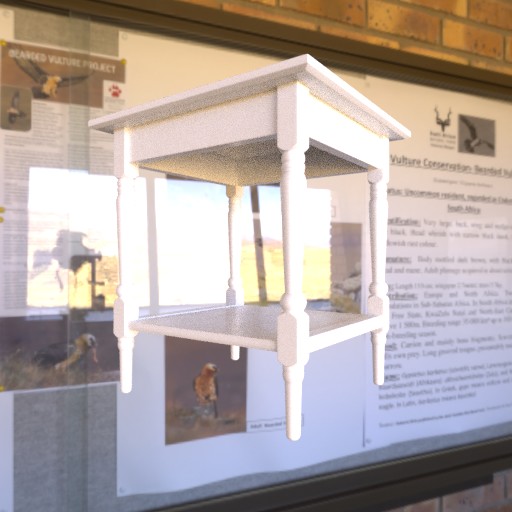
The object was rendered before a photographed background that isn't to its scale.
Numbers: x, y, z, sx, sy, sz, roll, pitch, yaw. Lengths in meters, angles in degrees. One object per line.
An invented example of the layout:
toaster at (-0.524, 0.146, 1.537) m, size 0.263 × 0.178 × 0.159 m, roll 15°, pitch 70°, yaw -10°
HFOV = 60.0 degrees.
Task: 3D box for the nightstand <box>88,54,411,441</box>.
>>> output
nightstand at (0.000, 0.000, 0.931) m, size 0.505 × 0.555 × 0.459 m, roll 0°, pitch 0°, yaw 36°
